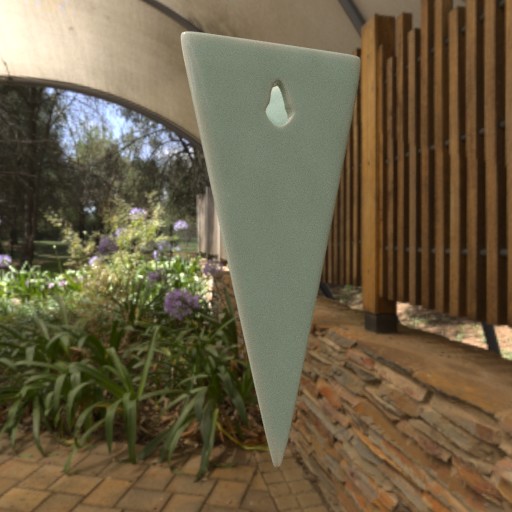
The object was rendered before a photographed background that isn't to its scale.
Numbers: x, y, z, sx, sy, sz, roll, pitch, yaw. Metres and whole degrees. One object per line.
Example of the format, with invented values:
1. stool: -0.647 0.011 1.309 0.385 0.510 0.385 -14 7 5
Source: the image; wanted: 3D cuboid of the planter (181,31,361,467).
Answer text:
1. planter: 0.000 0.000 0.215 0.080 0.178 0.064 0 1 -17
